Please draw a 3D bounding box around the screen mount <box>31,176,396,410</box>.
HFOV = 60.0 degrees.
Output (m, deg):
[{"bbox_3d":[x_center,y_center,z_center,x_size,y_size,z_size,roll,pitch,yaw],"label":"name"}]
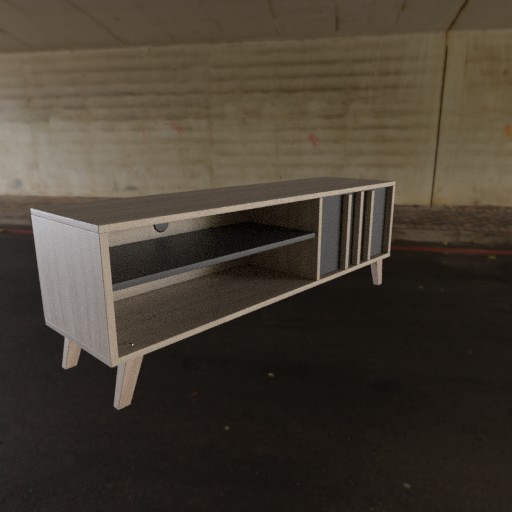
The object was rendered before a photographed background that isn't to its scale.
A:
[{"bbox_3d":[0.000,0.000,1.752,0.401,0.509,1.500,13,20,41],"label":"screen mount"}]
